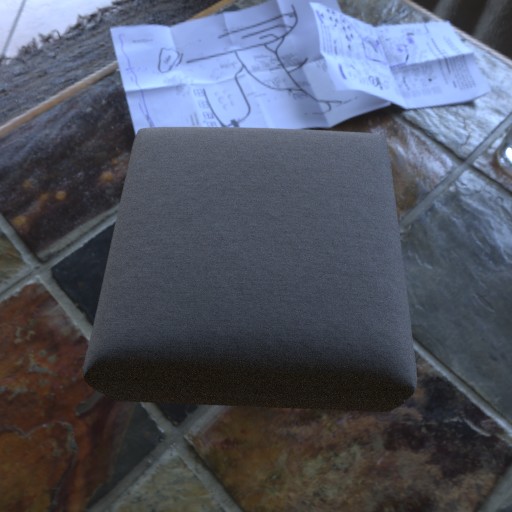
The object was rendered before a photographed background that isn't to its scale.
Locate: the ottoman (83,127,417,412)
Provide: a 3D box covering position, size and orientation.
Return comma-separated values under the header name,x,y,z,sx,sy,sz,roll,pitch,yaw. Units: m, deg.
name,x,y,z,sx,sy,sz,roll,pitch,yaw
ottoman,0.000,0.000,1.661,1.041,0.470,1.041,2,62,1
